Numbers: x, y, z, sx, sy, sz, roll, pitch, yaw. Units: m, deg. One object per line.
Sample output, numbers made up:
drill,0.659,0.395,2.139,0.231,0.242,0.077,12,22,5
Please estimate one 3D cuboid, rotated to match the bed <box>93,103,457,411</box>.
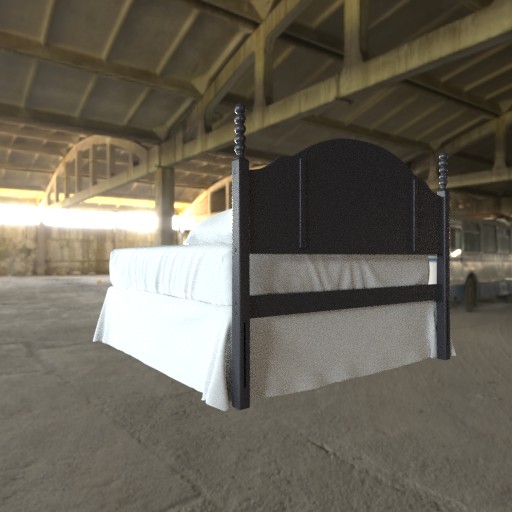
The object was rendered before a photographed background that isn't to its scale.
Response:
bed,0.000,0.000,3.233,1.873,1.356,2.040,0,0,-36
